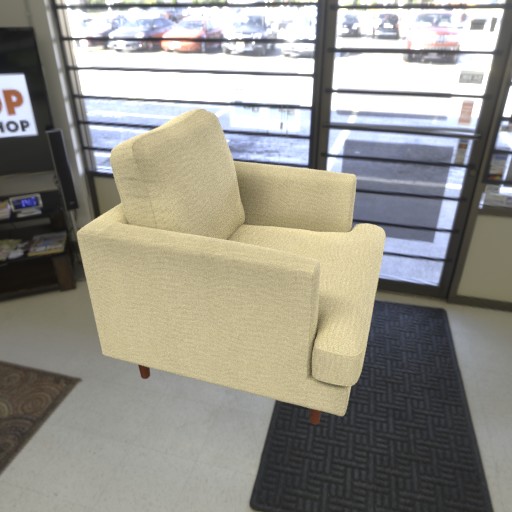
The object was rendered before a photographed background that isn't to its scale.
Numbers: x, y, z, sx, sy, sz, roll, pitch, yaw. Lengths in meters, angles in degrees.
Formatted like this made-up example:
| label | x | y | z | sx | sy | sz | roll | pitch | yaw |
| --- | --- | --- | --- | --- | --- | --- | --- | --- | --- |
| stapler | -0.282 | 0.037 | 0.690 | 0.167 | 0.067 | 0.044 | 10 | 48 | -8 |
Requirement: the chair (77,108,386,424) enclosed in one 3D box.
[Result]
| label | x | y | z | sx | sy | sz | roll | pitch | yaw |
| --- | --- | --- | --- | --- | --- | --- | --- | --- | --- |
| chair | 0.000 | 0.000 | 1.667 | 0.899 | 0.957 | 0.858 | 9 | 31 | 16 |
